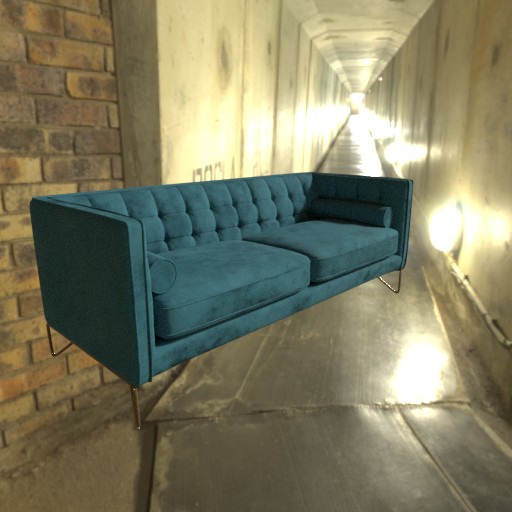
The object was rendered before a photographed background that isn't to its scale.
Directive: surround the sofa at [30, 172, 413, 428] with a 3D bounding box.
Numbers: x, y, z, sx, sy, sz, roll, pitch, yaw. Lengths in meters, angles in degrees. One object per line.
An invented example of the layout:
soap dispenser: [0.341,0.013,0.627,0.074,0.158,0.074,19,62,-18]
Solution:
sofa: [0.000,0.000,2.504,0.867,0.789,2.087,14,21,42]
